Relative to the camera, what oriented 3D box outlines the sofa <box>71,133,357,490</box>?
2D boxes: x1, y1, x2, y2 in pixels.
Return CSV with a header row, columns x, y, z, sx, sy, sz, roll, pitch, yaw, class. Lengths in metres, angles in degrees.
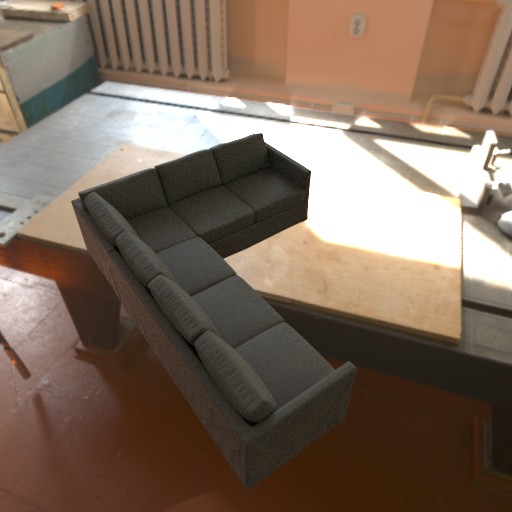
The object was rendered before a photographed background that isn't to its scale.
x,y,z,sx,sy,sz,roll,pitch,yaw,class
0.000,0.000,4.268,2.432,0.871,3.182,-25,47,-26,sofa
